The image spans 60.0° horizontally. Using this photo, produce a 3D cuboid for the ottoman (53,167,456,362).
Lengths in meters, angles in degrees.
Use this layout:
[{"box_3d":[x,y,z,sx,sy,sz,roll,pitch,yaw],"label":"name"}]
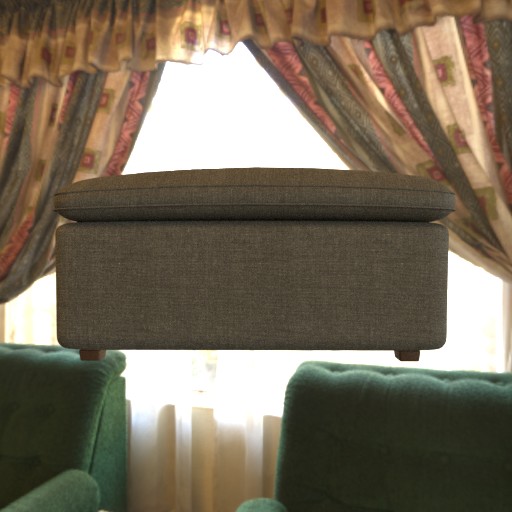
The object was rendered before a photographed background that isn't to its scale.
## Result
[{"box_3d":[0.000,0.000,1.646,1.067,0.559,1.067,0,0,1],"label":"ottoman"}]
